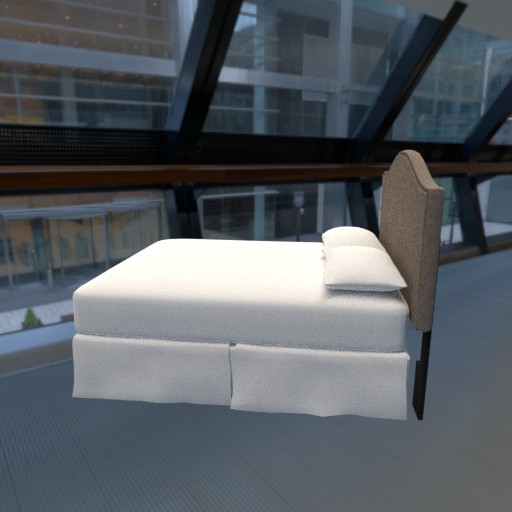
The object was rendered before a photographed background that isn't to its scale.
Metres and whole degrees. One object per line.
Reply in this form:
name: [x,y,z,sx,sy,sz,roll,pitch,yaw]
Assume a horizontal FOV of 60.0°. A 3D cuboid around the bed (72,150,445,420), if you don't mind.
bed: [0.000,0.000,3.260,2.153,1.518,1.713,2,14,8]
